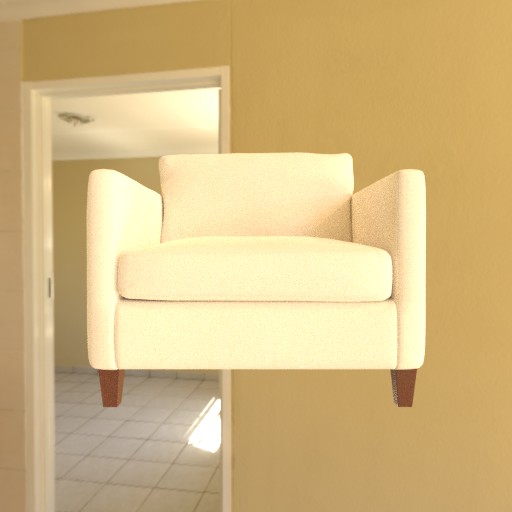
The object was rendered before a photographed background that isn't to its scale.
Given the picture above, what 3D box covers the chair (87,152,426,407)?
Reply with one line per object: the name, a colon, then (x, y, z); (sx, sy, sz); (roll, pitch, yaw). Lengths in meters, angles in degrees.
chair: (0.000, 0.000, 1.700); (1.019, 0.885, 0.878); (0, 1, 0)
